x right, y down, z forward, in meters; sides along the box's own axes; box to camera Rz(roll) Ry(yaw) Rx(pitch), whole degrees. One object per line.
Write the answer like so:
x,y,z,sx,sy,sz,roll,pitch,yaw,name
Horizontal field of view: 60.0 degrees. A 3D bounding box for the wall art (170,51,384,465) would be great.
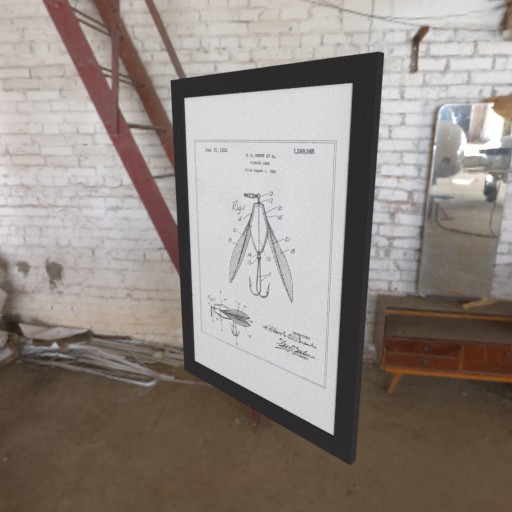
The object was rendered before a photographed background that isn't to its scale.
0.000,0.000,0.681,0.380,0.534,0.013,14,21,42,wall art
